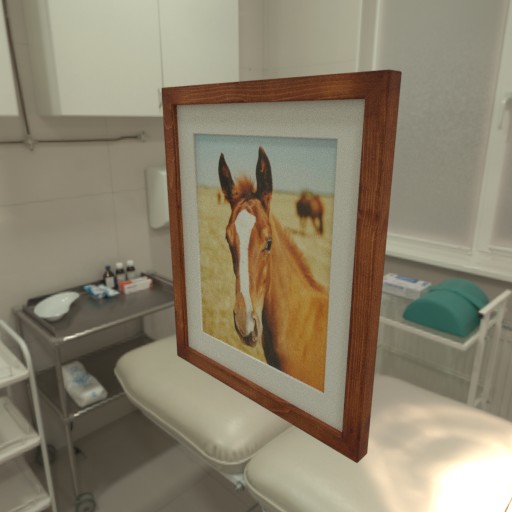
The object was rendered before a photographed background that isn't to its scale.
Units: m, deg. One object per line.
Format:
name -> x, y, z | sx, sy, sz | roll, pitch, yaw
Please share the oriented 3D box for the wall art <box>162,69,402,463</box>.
wall art -> 0.000, 0.000, 0.758 | 0.462, 0.558, 0.030 | 16, 24, 42
